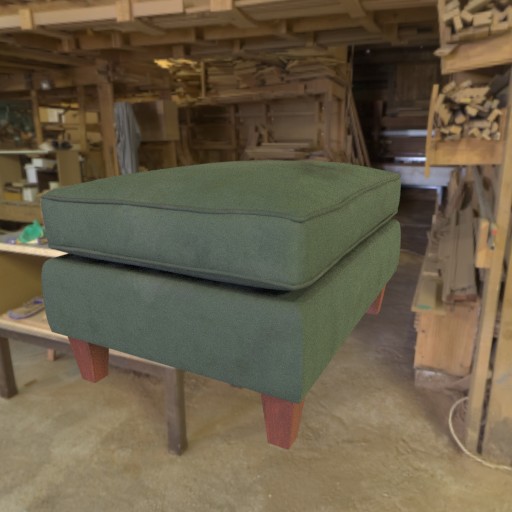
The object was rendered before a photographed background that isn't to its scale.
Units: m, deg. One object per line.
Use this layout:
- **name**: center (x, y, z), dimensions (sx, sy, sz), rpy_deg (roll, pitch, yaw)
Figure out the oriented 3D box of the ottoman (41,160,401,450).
- **ottoman**: center (0.000, 0.000, 1.207), dimensions (0.632, 0.495, 0.864), rpy_deg (8, 17, 26)
